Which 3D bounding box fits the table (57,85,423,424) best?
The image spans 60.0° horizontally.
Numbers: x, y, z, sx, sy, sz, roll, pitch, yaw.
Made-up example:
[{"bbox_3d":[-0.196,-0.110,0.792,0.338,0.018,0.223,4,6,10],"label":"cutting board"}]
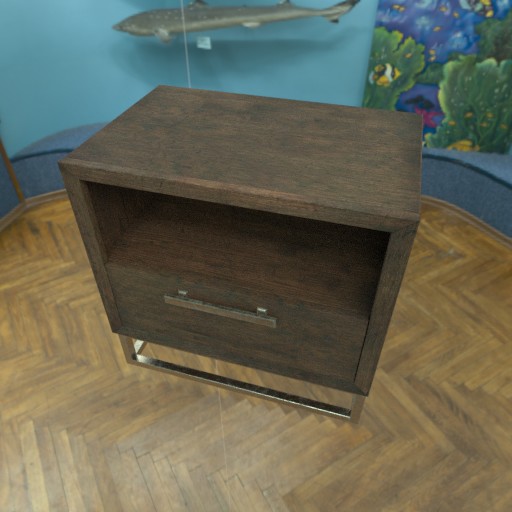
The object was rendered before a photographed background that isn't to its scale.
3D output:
[{"bbox_3d":[0.000,0.000,1.305,0.767,0.746,0.542,11,42,13],"label":"table"}]
